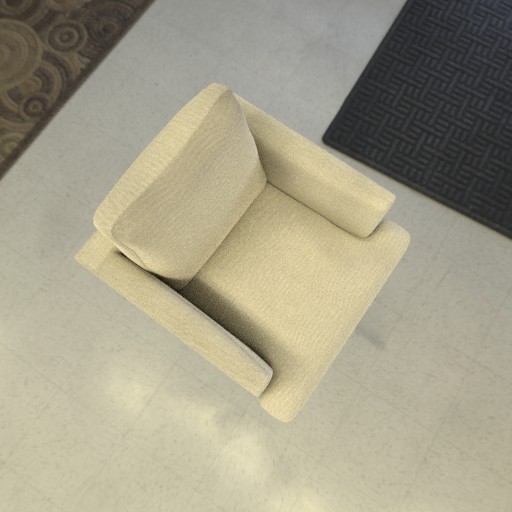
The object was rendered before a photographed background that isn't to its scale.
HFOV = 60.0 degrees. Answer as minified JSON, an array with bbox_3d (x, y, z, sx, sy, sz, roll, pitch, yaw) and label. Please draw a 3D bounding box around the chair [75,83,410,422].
[{"bbox_3d":[0.000,0.000,1.672,0.899,0.957,0.858,35,77,9],"label":"chair"}]
